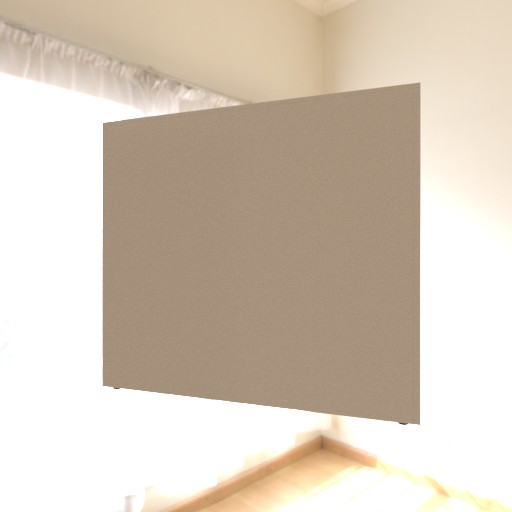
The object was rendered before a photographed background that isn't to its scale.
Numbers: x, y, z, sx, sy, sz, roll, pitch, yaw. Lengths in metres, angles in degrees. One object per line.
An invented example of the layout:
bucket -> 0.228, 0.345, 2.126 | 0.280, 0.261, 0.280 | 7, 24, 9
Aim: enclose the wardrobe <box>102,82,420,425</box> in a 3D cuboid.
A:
wardrobe -> 0.000, 0.000, 1.930 | 1.340, 1.200, 0.360 | 0, 0, 20
